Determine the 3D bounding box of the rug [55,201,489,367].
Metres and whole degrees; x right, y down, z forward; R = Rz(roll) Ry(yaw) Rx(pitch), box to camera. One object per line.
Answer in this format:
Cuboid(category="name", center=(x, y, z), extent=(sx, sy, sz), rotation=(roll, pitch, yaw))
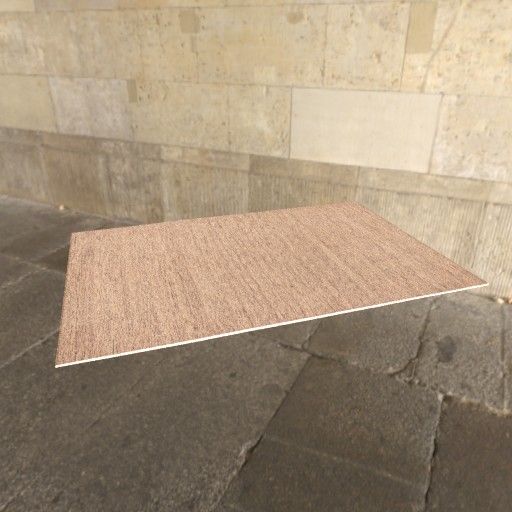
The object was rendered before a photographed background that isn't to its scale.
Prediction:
Cuboid(category="rug", center=(0.000, 0.000, 2.293), extent=(1.840, 0.013, 1.225), rotation=(-8, 27, -16))
